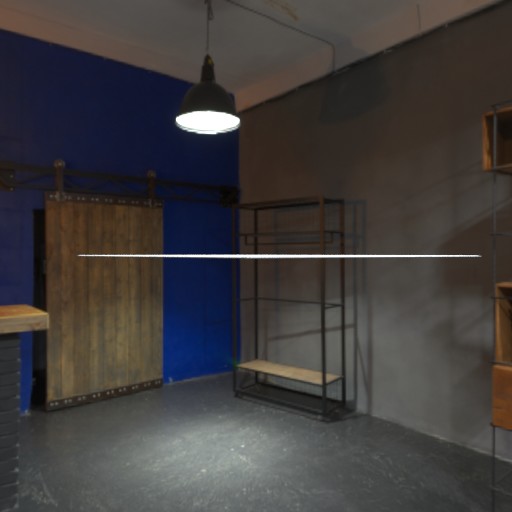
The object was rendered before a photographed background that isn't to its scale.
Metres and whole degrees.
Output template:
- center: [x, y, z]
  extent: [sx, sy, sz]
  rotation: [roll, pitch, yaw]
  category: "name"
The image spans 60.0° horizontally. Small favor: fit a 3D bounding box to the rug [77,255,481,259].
- center: [0.000, 0.000, 4.163]
  extent: [2.438, 0.012, 3.048]
  rotation: [0, 0, -37]
  category: "rug"
